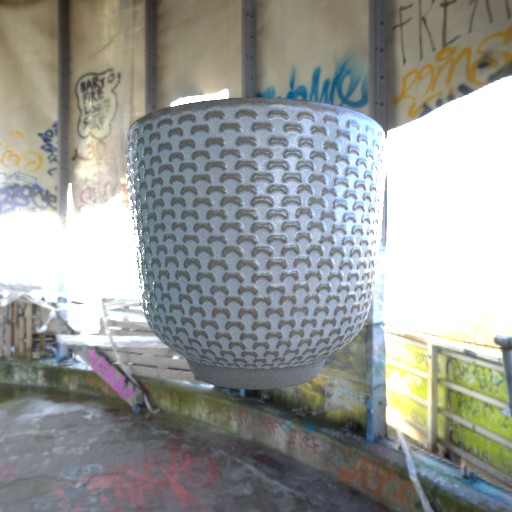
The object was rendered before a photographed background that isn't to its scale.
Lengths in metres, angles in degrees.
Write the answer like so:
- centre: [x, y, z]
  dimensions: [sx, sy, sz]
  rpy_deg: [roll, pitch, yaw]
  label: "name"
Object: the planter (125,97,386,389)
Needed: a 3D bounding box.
- centre: [0.000, 0.000, 0.306]
  dimensions: [0.173, 0.160, 0.173]
  rpy_deg: [0, 0, 0]
  label: "planter"
